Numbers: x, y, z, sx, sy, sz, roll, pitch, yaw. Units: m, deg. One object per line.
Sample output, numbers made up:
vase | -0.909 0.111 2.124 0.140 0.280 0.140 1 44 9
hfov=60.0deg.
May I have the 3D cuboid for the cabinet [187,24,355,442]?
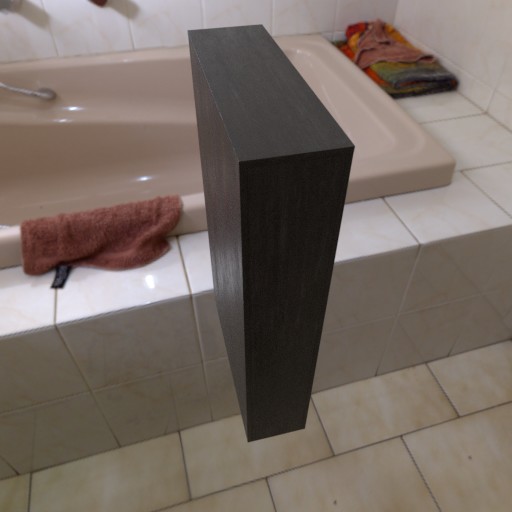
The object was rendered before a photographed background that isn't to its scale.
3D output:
cabinet | 0.000 0.000 1.568 0.250 1.280 0.750 -10 45 -10
